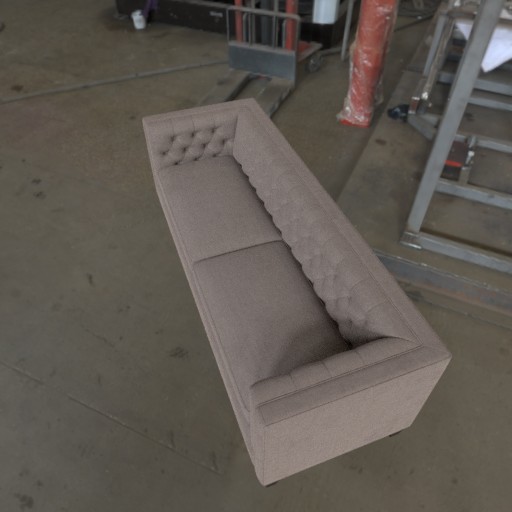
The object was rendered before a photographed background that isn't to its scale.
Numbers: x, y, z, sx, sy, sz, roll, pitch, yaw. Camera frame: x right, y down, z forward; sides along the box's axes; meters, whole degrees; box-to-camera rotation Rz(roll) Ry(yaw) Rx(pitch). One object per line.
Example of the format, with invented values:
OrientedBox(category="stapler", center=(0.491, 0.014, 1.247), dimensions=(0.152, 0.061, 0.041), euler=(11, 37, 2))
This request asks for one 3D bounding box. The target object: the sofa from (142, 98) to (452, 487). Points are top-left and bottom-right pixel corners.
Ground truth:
OrientedBox(category="sofa", center=(0.000, 0.000, 2.523), dimensions=(0.775, 0.762, 2.159), euler=(-15, 48, -14))
